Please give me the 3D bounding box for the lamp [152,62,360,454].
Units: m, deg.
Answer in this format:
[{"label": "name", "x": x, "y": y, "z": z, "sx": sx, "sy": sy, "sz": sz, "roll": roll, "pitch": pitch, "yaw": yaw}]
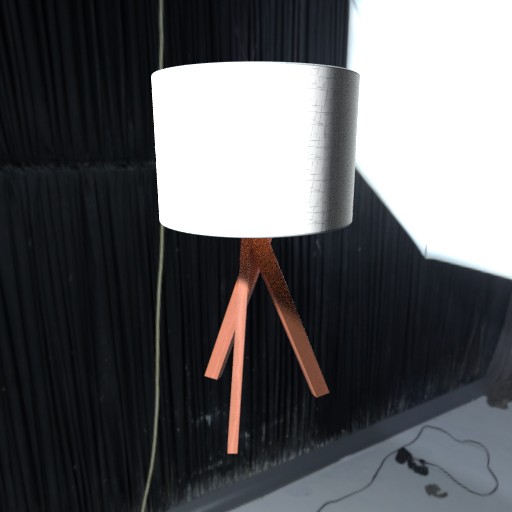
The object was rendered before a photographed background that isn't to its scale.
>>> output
[{"label": "lamp", "x": 0.000, "y": 0.000, "z": 0.916, "sx": 0.380, "sy": 0.686, "sz": 0.380, "roll": -8, "pitch": 17, "yaw": -28}]
